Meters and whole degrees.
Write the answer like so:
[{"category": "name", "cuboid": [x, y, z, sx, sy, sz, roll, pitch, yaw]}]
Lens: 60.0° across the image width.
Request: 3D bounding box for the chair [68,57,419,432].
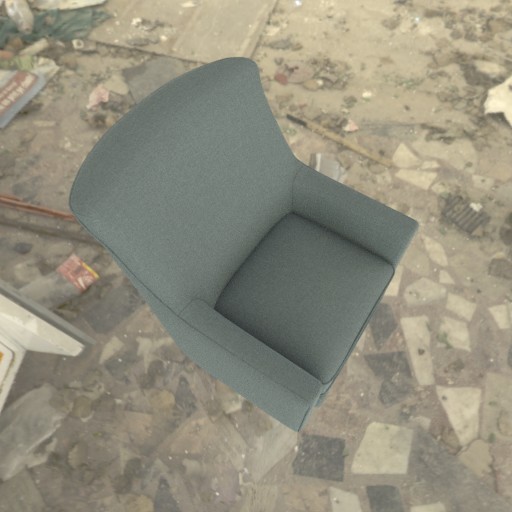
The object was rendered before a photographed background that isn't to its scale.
[{"category": "chair", "cuboid": [0.000, 0.000, 1.551, 0.879, 0.916, 0.756, 30, 63, 17]}]
